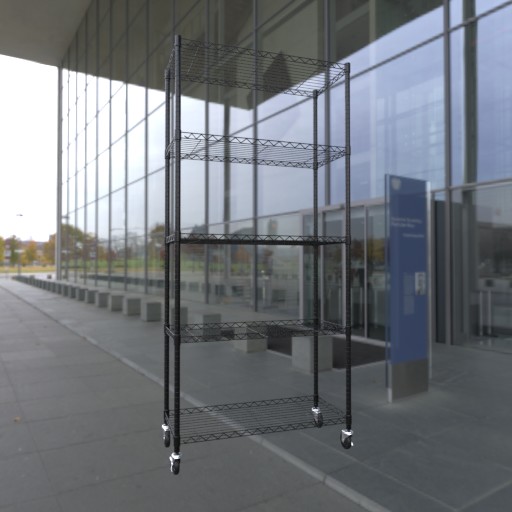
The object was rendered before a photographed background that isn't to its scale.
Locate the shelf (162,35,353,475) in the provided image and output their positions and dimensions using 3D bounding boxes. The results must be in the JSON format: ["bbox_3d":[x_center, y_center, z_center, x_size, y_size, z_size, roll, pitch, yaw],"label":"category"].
[{"bbox_3d":[0.000,0.000,1.916,0.762,1.645,0.356,0,-1,-18],"label":"shelf"}]
